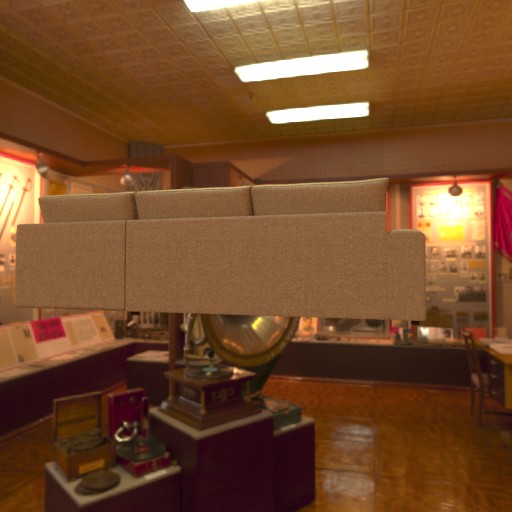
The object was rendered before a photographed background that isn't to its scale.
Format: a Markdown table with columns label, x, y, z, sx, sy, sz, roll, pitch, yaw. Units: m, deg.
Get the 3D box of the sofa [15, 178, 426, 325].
| label | x | y | z | sx | sy | sz | roll | pitch | yaw |
| --- | --- | --- | --- | --- | --- | --- | --- | --- | --- |
| sofa | 0.000 | 0.000 | 3.942 | 2.622 | 0.800 | 2.742 | 0 | -1 | 17 |
